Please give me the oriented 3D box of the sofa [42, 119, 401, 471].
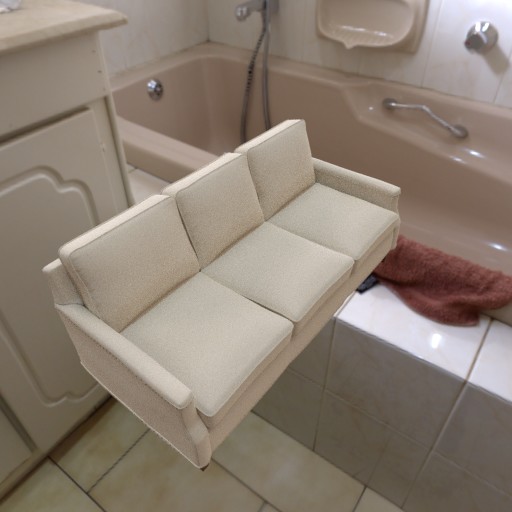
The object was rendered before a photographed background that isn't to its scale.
[{"bbox_3d":[0.000,0.000,2.852,1.084,1.003,2.246,27,47,28],"label":"sofa"}]
